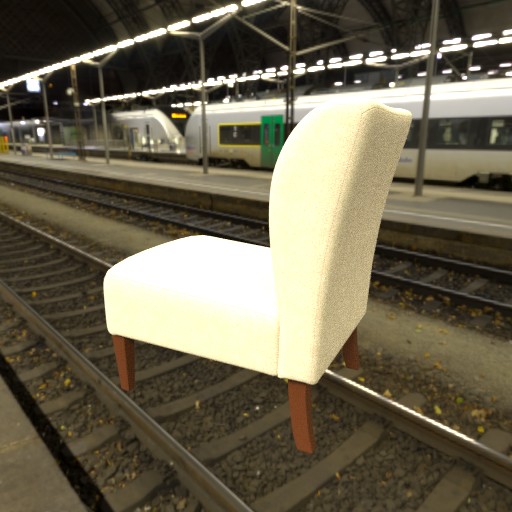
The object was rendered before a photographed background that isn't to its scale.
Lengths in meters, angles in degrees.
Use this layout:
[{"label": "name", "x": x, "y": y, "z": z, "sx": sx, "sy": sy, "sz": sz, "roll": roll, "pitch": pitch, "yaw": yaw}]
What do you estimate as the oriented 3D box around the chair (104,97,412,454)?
[{"label": "chair", "x": 0.000, "y": 0.000, "z": 1.312, "sx": 0.754, "sy": 0.833, "sz": 0.521, "roll": 8, "pitch": 17, "yaw": 26}]
